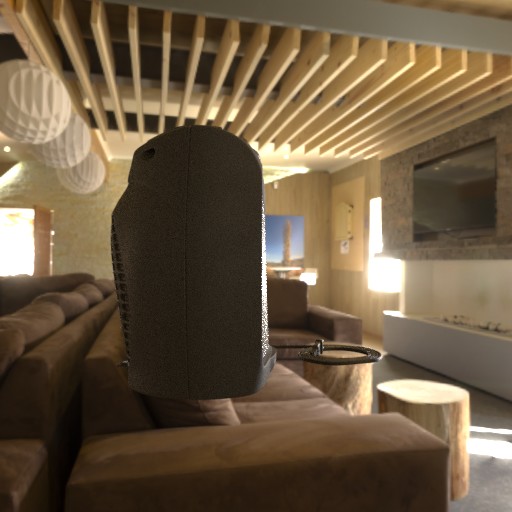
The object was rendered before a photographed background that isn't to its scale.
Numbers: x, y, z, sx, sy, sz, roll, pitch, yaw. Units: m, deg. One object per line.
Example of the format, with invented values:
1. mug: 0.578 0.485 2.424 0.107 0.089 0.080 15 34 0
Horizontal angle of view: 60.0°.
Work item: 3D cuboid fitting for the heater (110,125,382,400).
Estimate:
1. heater: 0.000 0.000 0.464 0.291 0.240 0.239 0 -1 2
